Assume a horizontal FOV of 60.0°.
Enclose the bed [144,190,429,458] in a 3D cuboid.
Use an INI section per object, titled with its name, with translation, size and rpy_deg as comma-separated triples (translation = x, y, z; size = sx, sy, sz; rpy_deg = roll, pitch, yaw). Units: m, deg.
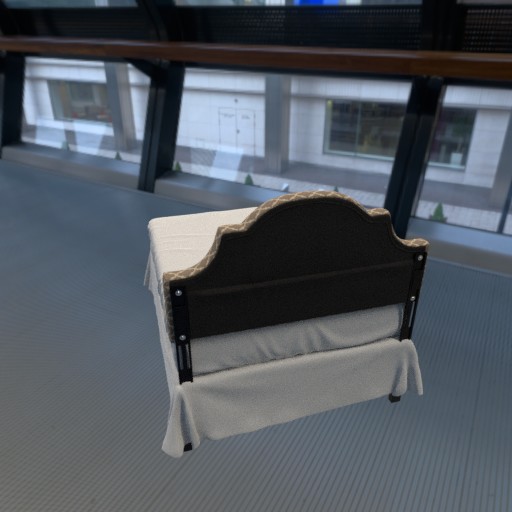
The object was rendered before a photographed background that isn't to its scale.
[bed]
translation = 0.000, 0.000, 3.472
size = 1.780, 1.633, 2.222
rpy_deg = -7, 27, -15
